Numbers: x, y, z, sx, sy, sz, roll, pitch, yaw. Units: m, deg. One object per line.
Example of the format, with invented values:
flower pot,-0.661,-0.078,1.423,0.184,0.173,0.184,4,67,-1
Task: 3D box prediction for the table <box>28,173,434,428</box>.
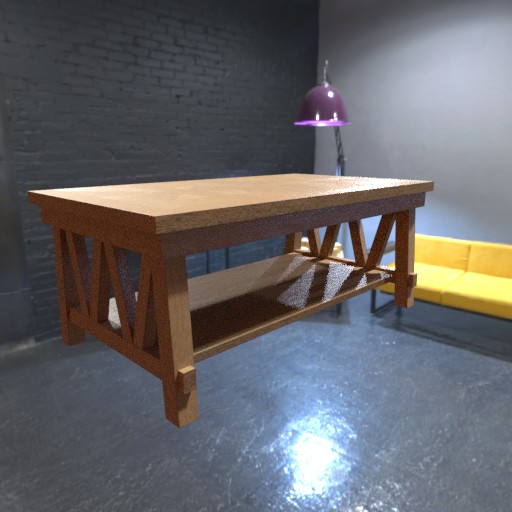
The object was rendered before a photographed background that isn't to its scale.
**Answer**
table,0.000,0.000,1.611,1.270,0.507,0.711,-13,19,-43
